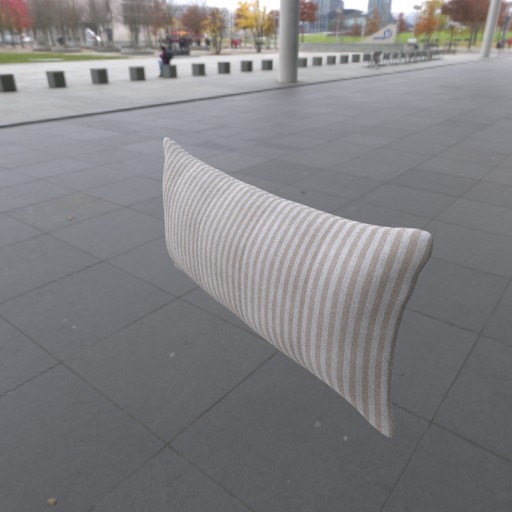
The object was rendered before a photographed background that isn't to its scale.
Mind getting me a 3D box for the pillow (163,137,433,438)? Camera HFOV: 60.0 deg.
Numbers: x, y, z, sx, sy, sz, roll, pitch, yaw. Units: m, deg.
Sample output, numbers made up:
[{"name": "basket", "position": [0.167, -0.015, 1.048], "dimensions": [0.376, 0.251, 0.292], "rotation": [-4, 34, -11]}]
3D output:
[{"name": "pillow", "position": [0.000, 0.000, 0.742], "dimensions": [0.151, 0.295, 0.617], "rotation": [-18, 32, -32]}]
